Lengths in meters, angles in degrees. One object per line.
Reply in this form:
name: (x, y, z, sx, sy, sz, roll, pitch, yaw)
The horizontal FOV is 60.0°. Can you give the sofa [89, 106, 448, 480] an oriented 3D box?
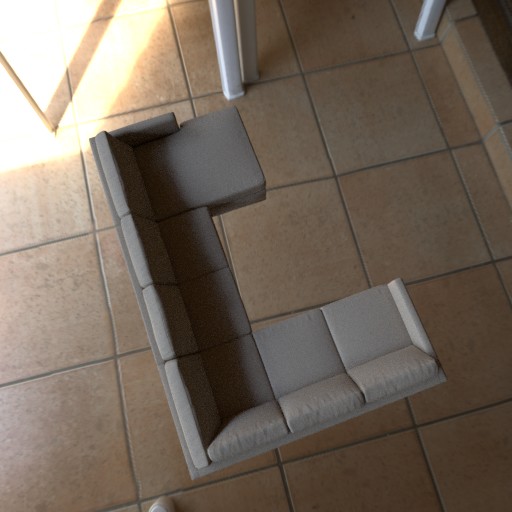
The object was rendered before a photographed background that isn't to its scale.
sofa: (0.000, 0.000, 4.497, 2.427, 0.882, 3.460, -20, 77, -5)
